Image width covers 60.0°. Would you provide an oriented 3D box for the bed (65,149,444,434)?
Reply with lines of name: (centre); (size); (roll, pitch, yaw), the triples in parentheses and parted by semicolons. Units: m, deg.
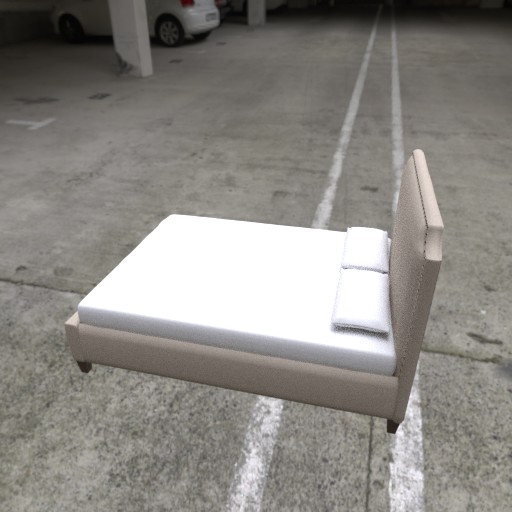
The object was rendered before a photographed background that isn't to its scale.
bed: (0.000, 0.000, 3.432); (2.372, 1.443, 1.713); (7, 30, 12)
